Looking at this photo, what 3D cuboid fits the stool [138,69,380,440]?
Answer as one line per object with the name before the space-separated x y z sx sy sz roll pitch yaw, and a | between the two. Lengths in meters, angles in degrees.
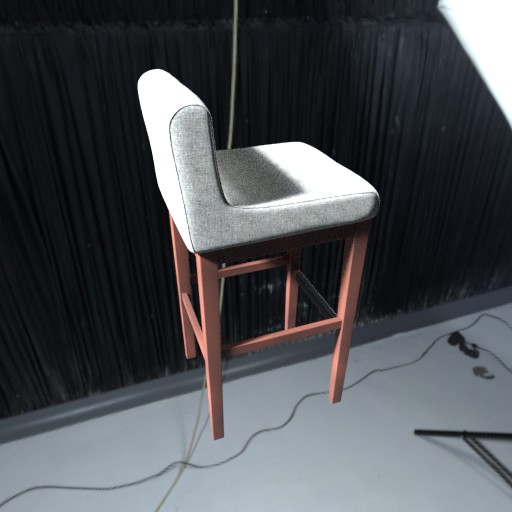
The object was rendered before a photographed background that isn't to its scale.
stool | 0.000 0.000 1.262 0.499 0.965 0.426 -11 32 -17
